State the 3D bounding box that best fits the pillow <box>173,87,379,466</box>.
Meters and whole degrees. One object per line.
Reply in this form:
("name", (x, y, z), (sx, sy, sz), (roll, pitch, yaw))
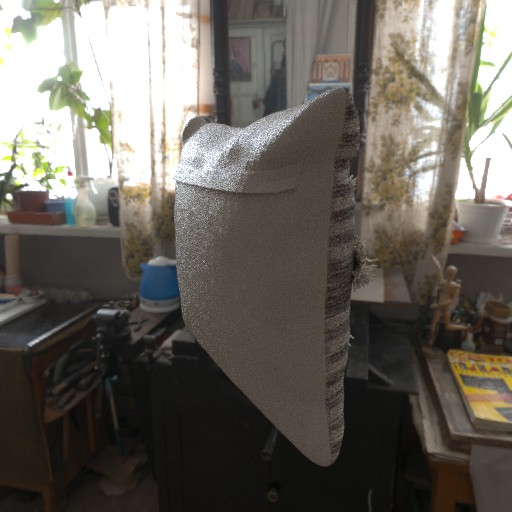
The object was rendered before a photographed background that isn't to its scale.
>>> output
("pillow", (0.000, 0.000, 0.754), (0.234, 0.490, 0.484), (-7, 15, -26))
